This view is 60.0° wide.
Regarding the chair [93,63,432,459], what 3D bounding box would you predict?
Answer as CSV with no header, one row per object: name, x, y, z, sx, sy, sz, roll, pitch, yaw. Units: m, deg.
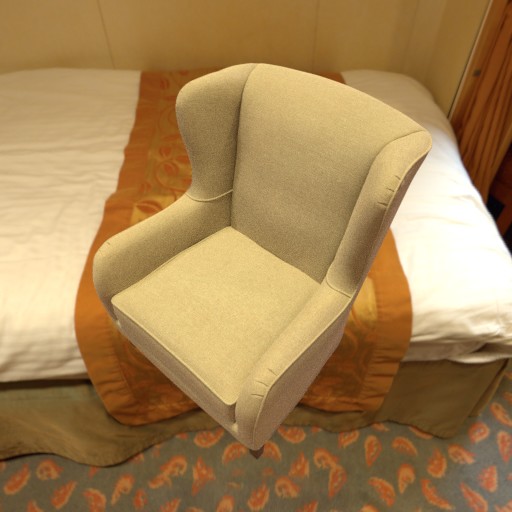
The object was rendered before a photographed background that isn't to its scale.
chair,0.000,0.000,1.676,0.838,1.040,0.966,33,56,26
